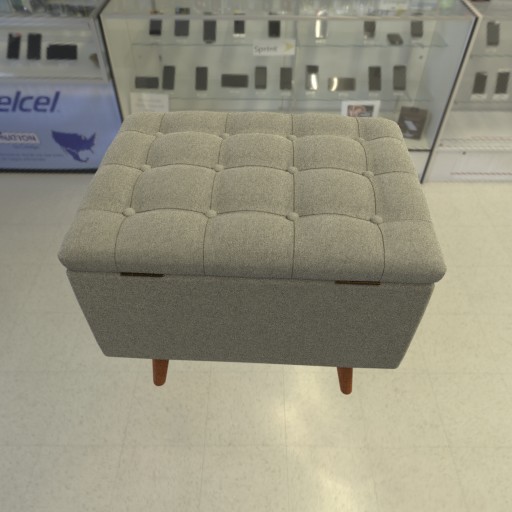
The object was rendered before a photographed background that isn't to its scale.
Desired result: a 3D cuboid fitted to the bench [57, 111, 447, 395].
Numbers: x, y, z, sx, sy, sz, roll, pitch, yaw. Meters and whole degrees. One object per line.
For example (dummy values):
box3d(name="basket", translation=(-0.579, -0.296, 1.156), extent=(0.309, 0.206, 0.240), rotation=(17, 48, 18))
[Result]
box3d(name="bench", translation=(0.000, 0.000, 0.918), extent=(0.572, 0.469, 0.417), rotation=(2, 46, 2))
